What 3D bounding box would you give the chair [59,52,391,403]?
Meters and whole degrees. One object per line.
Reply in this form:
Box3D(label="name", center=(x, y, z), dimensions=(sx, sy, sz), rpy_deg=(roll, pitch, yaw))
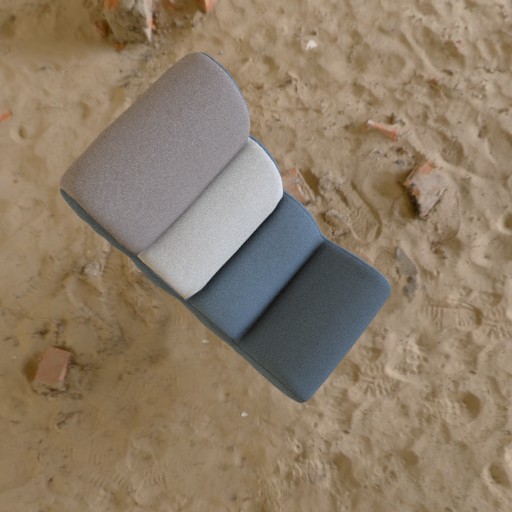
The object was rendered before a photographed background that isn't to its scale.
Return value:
Box3D(label="chair", center=(0.000, 0.000, 1.081), dimensions=(0.661, 0.641, 0.420), rpy_deg=(39, 79, 9))
